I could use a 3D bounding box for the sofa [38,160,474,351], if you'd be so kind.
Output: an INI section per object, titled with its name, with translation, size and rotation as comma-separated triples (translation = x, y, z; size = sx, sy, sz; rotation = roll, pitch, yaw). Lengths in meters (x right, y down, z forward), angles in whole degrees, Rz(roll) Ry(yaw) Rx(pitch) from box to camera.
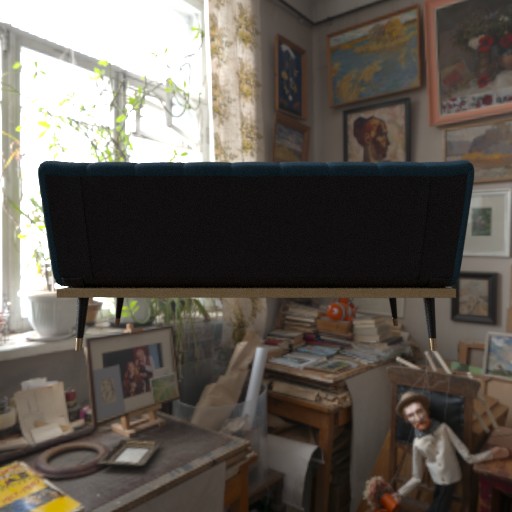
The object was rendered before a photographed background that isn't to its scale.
[sofa]
translation = 0.000, 0.000, 2.233
size = 1.810, 0.825, 0.830
rotation = 0, 0, 0
